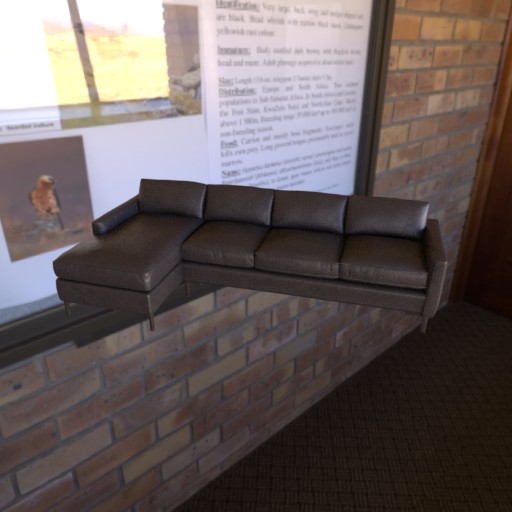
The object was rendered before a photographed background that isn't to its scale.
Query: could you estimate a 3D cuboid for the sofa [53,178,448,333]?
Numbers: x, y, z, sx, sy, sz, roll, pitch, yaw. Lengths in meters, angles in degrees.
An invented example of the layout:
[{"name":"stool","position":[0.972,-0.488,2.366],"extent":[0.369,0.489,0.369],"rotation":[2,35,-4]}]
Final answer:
[{"name":"sofa","position":[0.000,0.000,3.785],"extent":[2.993,0.859,1.471],"rotation":[7,26,14]}]
